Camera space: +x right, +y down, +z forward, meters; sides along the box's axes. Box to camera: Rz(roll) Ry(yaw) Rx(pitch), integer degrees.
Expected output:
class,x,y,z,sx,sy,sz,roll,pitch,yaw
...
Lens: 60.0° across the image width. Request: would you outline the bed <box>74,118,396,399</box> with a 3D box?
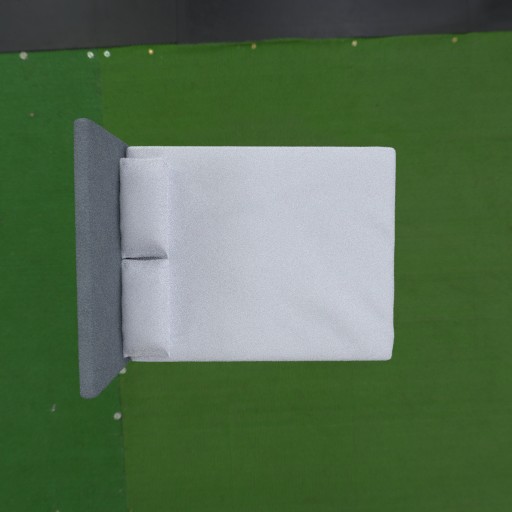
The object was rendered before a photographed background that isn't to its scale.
class,x,y,z,sx,sy,sz,roll,pitch,yaw
bed,0.000,0.000,3.235,2.142,1.330,1.713,0,93,-1
